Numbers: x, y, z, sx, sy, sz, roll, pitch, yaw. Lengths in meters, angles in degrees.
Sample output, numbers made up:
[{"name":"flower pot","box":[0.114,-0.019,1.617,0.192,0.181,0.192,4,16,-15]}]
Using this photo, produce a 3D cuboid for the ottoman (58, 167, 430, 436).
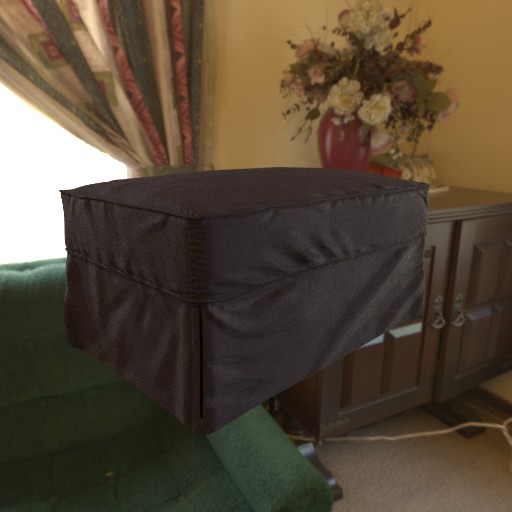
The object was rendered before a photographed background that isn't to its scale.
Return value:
[{"name":"ottoman","box":[0.000,0.000,1.302,0.938,0.503,0.637,-14,20,-43]}]
